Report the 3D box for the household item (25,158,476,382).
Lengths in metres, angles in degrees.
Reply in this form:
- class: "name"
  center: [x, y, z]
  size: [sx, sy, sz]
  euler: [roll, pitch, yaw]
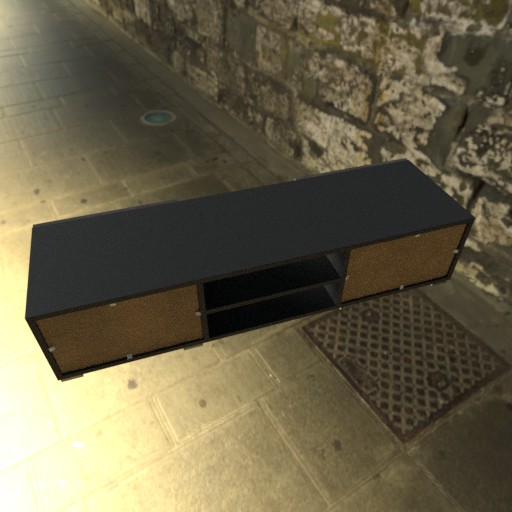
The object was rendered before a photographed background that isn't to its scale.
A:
- class: "household item"
  center: [0.000, 0.000, 1.564]
  size: [1.400, 0.310, 0.420]
  euler: [-12, 43, -13]
